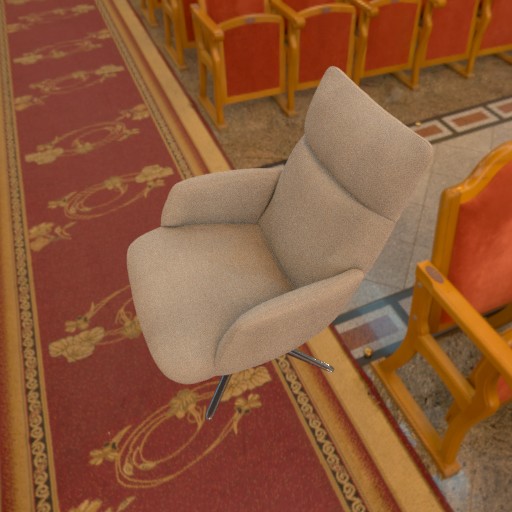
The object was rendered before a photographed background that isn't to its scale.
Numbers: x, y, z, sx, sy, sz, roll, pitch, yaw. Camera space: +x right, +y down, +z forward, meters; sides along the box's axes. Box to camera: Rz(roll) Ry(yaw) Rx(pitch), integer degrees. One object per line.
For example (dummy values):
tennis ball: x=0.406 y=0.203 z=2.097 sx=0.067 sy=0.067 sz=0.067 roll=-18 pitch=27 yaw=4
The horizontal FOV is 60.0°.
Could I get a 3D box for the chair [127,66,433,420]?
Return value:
chair: x=0.000 y=0.000 z=1.561 sx=0.889 sy=1.016 sz=0.711 roll=-17 pitch=49 yaw=-15
